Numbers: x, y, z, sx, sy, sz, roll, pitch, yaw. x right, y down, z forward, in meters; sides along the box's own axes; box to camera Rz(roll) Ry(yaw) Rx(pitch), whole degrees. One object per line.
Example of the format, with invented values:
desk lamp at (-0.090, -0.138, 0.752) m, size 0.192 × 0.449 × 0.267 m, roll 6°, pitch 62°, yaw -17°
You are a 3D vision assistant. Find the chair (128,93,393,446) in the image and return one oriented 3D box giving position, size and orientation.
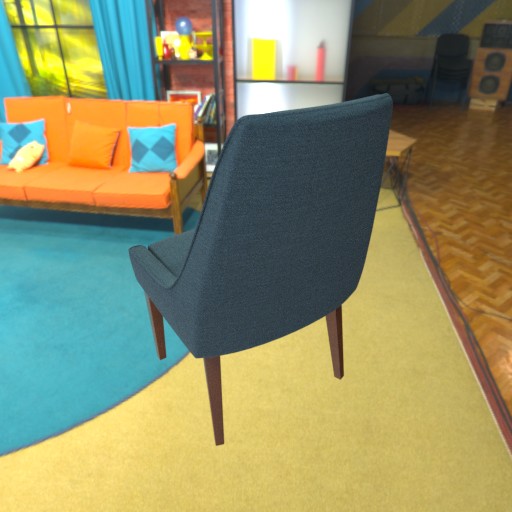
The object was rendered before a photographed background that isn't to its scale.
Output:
chair at (0.000, 0.000, 1.171) m, size 0.529 × 0.861 × 0.544 m, roll -19°, pitch 36°, yaw -28°
